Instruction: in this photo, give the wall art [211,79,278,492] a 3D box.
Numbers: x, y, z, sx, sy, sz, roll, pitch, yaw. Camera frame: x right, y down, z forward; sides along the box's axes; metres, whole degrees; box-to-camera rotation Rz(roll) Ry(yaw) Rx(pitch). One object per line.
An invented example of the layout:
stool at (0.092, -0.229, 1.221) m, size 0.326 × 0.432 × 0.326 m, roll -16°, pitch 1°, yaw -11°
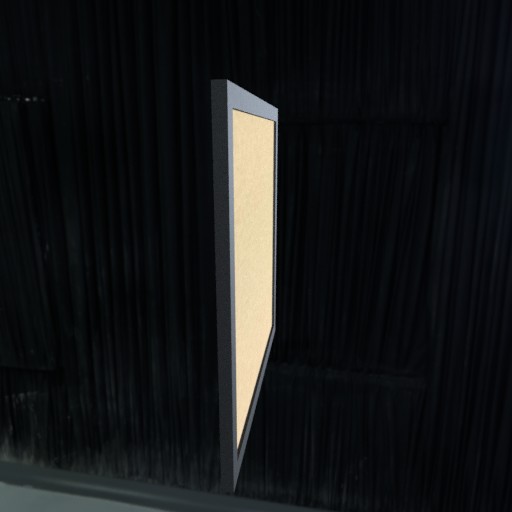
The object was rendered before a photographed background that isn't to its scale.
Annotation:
wall art at (0.000, 0.000, 0.534) m, size 0.012 × 0.357 × 0.358 m, roll 2°, pitch 15°, yaw 8°
